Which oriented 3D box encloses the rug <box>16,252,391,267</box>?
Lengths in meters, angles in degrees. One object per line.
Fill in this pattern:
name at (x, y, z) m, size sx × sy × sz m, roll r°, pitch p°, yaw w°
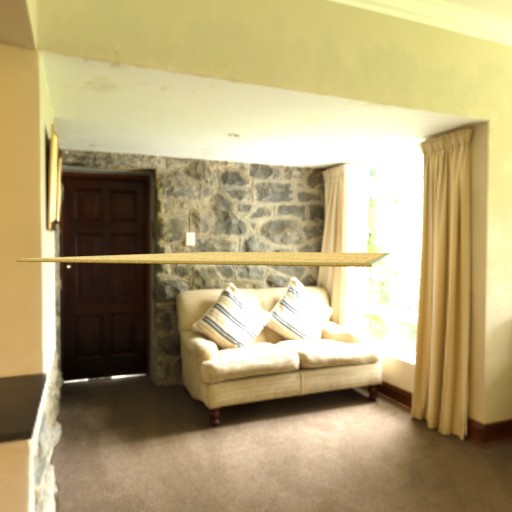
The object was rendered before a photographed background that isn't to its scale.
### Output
rug at (0.000, 0.000, 2.825) m, size 1.589 × 0.014 × 2.205 m, roll 0°, pitch 1°, yaw 18°
